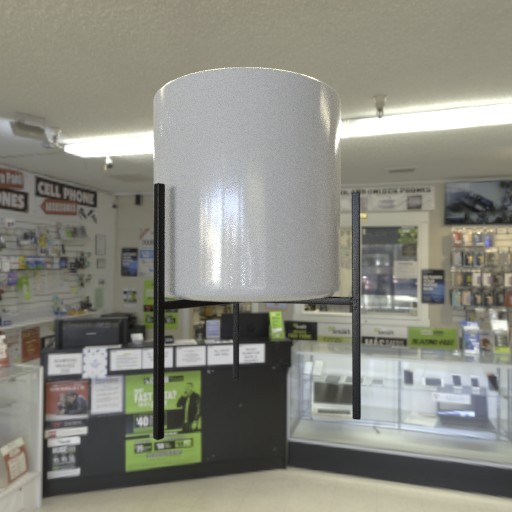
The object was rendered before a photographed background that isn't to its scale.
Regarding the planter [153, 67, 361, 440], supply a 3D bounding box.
[{"bbox_3d":[0.000,0.000,0.520,0.239,0.356,0.239,0,-1,18],"label":"planter"}]
